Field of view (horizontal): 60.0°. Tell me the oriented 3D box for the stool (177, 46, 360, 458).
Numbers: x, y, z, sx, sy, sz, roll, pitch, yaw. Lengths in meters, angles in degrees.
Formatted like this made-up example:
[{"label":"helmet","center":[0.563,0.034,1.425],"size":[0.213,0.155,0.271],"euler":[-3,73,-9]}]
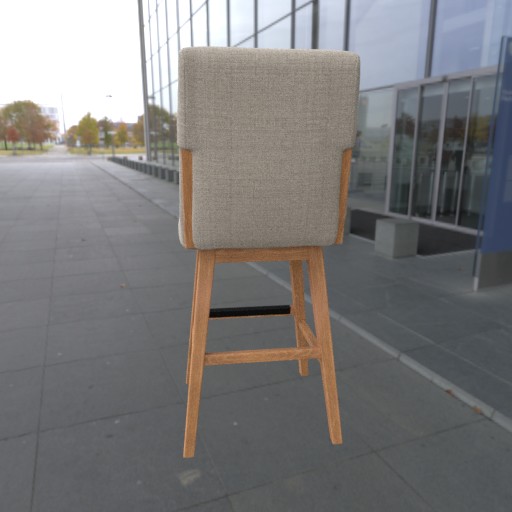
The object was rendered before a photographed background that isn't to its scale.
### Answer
[{"label":"stool","center":[0.000,0.000,1.391],"size":[0.483,1.106,0.569],"euler":[-2,14,-7]}]
